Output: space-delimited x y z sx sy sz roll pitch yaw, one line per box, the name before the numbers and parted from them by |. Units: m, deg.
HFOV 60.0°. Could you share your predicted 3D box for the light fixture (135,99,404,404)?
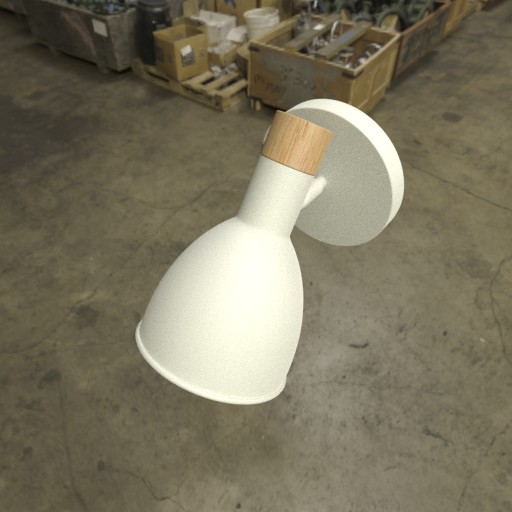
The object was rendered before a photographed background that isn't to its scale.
light fixture | 0.000 0.000 0.333 0.127 0.199 0.209 30 52 26
